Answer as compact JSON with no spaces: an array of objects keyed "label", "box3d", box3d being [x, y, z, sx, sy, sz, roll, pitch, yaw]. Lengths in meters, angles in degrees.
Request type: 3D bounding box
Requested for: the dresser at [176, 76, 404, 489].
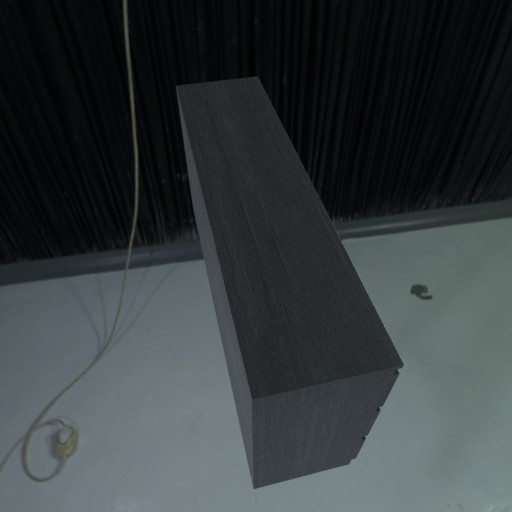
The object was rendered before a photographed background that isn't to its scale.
[{"label":"dresser","box3d":[0.000,0.000,1.913,0.400,0.795,1.590,-10,49,-9]}]
